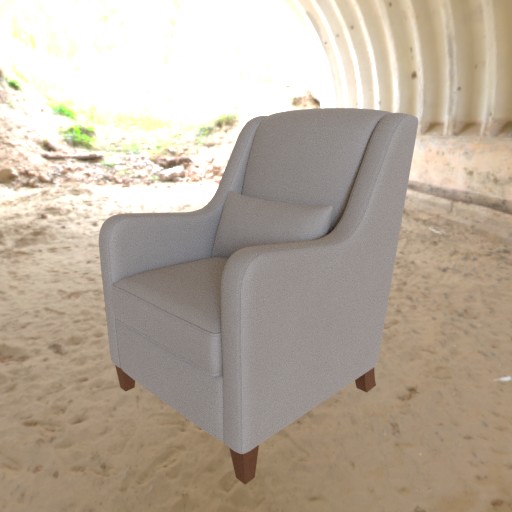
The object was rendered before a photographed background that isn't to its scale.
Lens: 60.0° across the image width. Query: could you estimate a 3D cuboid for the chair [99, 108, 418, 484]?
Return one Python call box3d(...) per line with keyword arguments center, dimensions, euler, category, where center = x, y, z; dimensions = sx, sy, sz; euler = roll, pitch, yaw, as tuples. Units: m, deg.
box3d(center=(0.000, 0.000, 1.564), dimensions=(0.715, 1.010, 0.863), euler=(15, 22, 42), category="chair")
